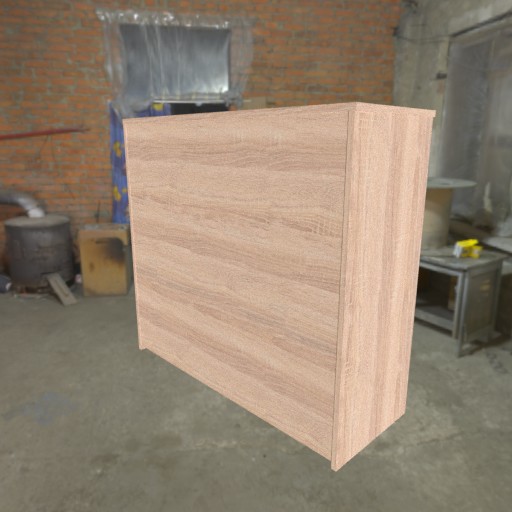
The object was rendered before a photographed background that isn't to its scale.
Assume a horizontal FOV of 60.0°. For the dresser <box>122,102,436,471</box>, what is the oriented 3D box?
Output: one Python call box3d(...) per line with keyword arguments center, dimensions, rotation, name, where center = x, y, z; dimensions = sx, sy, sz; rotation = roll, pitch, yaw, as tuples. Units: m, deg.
box3d(center=(0.000, 0.000, 1.487), dimensions=(0.380, 0.900, 0.980), rotation=(-14, 20, -43), name="dresser")
